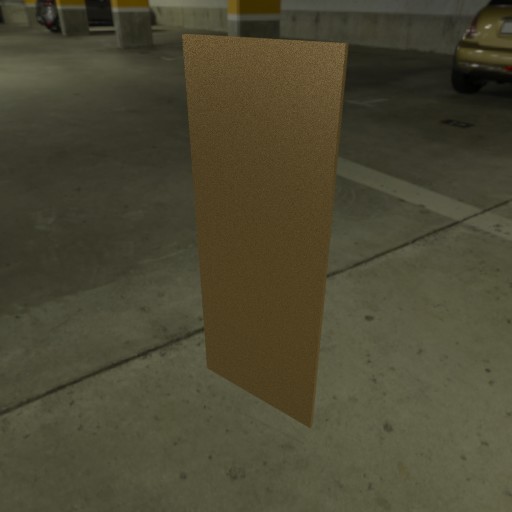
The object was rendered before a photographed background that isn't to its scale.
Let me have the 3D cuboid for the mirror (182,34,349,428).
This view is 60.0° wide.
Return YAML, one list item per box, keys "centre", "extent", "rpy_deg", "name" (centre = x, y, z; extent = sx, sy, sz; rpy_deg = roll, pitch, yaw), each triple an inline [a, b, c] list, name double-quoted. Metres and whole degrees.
- centre: [0.000, 0.000, 2.298]
  extent: [0.812, 2.031, 0.025]
  rpy_deg: [21, 36, 31]
  name: "mirror"
